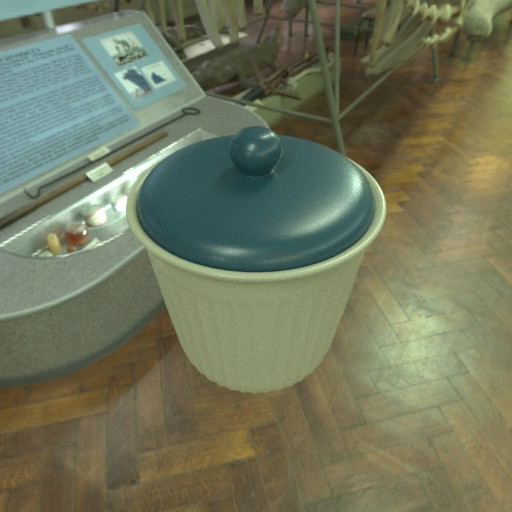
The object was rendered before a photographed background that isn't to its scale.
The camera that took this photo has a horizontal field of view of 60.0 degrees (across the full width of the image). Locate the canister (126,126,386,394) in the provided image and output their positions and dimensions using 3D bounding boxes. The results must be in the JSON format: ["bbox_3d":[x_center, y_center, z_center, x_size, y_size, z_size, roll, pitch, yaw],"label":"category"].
[{"bbox_3d":[0.000,0.000,0.352,0.181,0.211,0.181,0,40,0],"label":"canister"}]
